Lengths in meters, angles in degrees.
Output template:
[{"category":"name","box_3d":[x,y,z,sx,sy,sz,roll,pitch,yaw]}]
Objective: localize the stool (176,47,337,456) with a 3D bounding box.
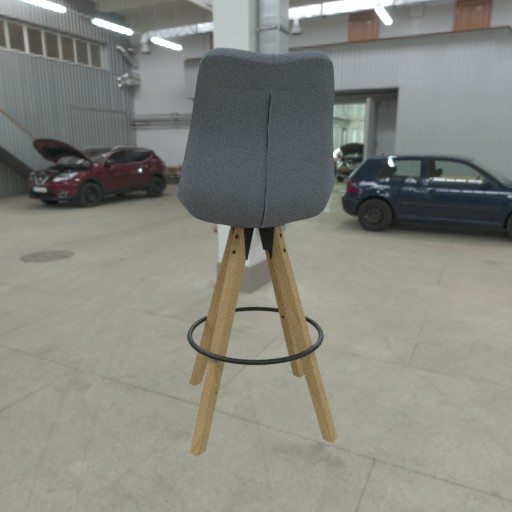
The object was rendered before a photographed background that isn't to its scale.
[{"category":"stool","box_3d":[0.000,0.000,1.407,0.485,1.115,0.550,-2,14,-8]}]
